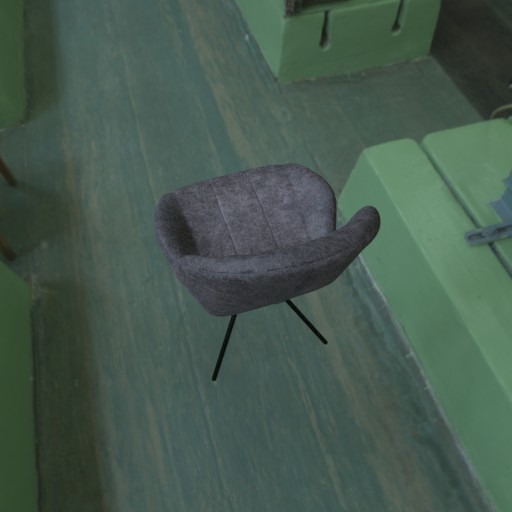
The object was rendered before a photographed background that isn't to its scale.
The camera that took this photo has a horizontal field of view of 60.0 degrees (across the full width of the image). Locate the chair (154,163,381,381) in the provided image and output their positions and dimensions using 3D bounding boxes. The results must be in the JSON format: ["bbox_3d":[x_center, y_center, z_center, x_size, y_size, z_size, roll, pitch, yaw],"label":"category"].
[{"bbox_3d":[0.000,0.000,1.320,0.527,0.934,0.640,-16,59,-10],"label":"chair"}]
